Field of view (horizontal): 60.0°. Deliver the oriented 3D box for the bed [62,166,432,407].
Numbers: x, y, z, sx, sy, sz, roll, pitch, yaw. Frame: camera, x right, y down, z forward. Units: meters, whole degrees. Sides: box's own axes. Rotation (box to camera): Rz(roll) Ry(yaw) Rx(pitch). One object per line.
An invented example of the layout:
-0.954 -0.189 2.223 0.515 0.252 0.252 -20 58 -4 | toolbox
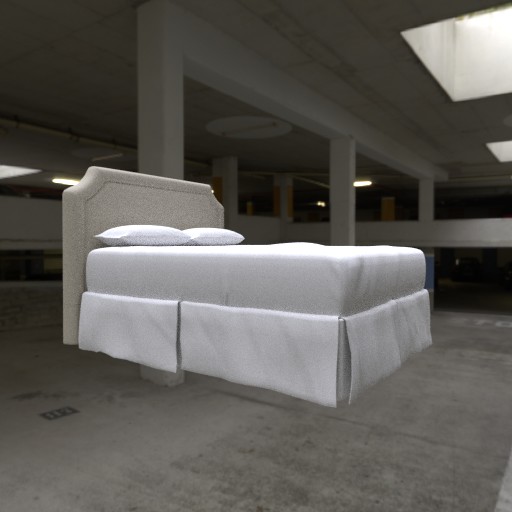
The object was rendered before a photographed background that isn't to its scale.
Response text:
0.000 0.000 3.162 2.116 1.290 1.693 1 2 34 | bed
